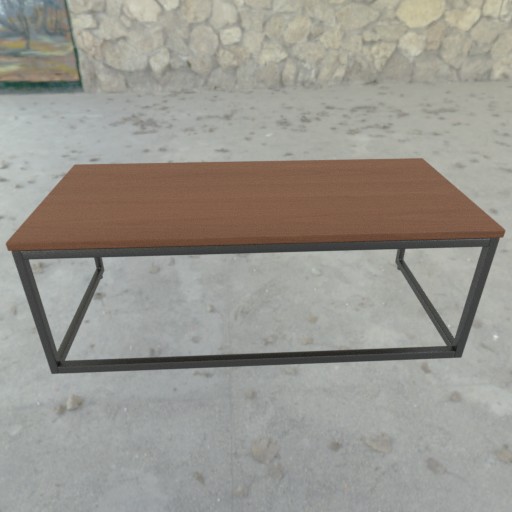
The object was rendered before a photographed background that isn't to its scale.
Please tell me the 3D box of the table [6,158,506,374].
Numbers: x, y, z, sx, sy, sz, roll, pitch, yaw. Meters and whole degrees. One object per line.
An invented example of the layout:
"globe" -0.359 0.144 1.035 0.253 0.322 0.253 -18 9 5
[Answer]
"table" 0.000 0.000 1.288 1.100 0.400 0.500 -2 31 -3
